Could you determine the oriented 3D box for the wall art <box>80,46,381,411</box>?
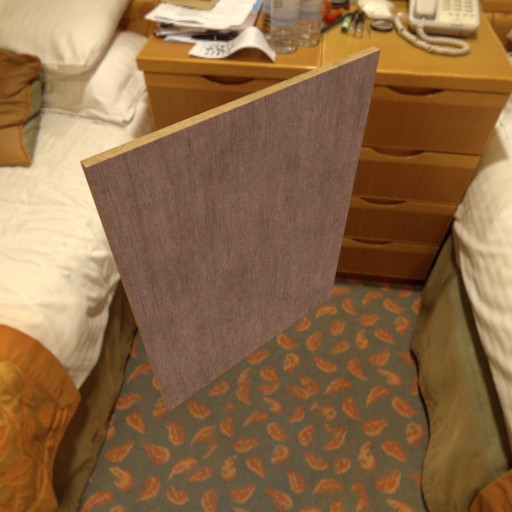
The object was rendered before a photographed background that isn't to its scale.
[{"bbox_3d":[0.000,0.000,0.896,0.534,0.686,0.018,-31,54,-25],"label":"wall art"}]
